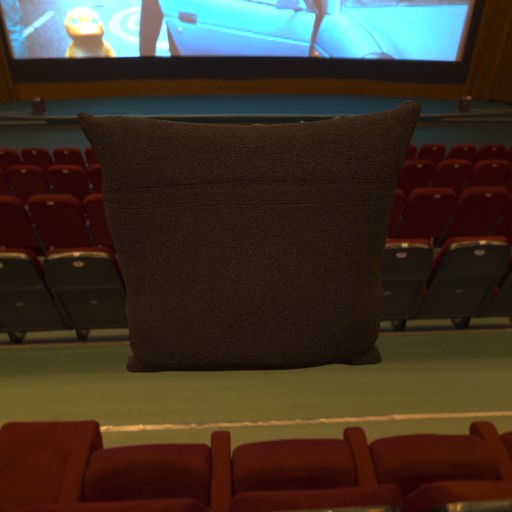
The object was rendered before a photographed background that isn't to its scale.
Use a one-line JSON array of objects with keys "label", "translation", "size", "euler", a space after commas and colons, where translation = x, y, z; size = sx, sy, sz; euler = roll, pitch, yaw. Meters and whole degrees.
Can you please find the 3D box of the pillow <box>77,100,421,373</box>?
[{"label": "pillow", "translation": [0.000, 0.000, 0.661], "size": [0.439, 0.440, 0.183], "euler": [-2, 31, -3]}]
